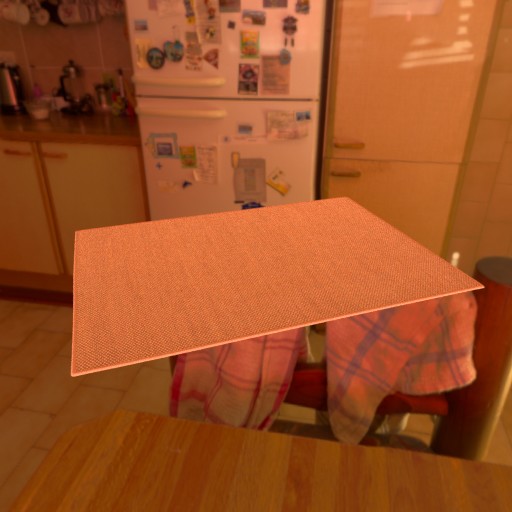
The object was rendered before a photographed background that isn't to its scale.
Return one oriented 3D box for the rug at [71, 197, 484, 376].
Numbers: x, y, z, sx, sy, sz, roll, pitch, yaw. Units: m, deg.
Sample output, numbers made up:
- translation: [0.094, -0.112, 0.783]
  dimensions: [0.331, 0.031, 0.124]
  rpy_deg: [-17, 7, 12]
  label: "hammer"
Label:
- translation: [0.000, 0.000, 2.755]
  dimensions: [2.134, 0.013, 1.524]
  rpy_deg: [-9, 29, -17]
  label: "rug"
